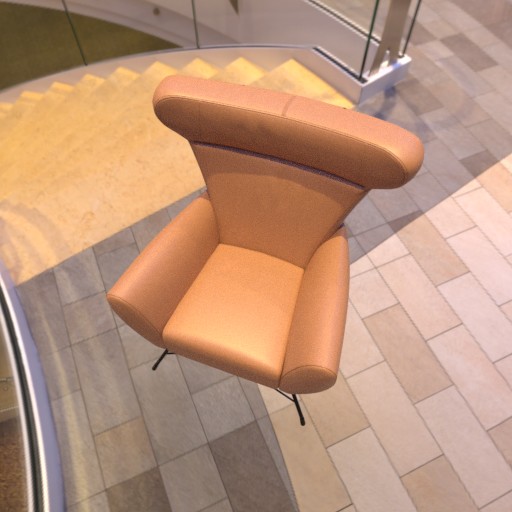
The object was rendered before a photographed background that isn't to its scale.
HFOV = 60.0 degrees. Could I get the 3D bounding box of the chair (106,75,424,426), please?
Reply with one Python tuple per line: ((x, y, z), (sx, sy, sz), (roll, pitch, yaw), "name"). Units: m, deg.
((0.000, 0.000, 1.797), (0.980, 1.050, 0.900), (17, 59, 10), "chair")
